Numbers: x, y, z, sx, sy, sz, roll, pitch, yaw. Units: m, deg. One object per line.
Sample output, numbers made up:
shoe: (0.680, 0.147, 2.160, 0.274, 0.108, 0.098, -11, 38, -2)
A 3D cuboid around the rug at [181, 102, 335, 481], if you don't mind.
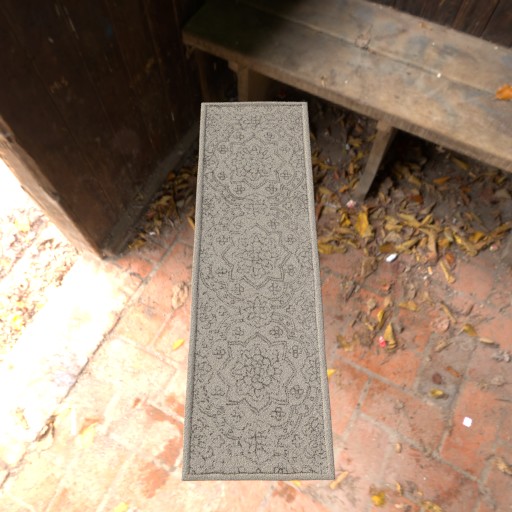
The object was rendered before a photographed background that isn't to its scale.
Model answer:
rug: (0.000, 0.000, 2.703, 0.769, 0.012, 2.448, 0, 66, 0)
